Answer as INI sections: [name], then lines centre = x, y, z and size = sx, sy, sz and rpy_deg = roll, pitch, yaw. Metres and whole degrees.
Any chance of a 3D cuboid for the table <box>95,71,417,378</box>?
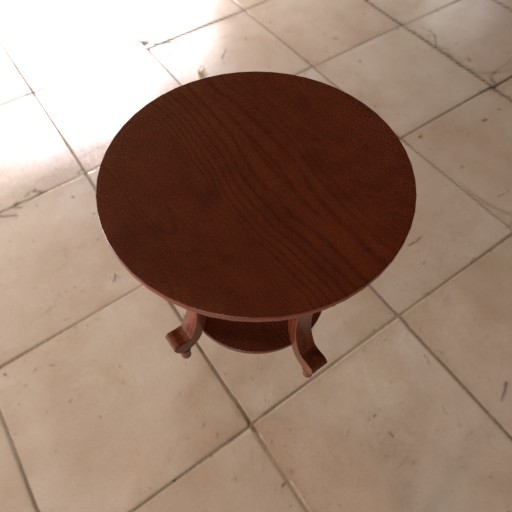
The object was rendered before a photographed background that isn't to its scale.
[table]
centre = 0.000, 0.000, 1.097
size = 0.597, 0.612, 0.597
rpy_deg = 0, 59, 0
